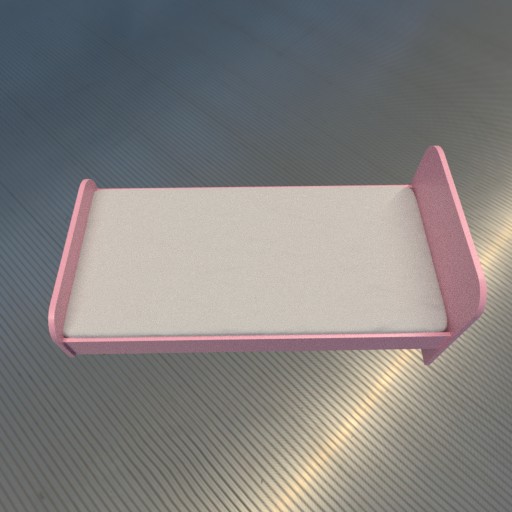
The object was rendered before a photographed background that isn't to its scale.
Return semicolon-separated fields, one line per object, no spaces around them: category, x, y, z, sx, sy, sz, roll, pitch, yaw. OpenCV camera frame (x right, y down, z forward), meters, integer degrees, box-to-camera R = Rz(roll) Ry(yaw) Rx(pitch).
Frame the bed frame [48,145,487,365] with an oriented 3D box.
bed frame;0.000;0.000;2.440;1.963;0.805;0.998;-1;58;0
